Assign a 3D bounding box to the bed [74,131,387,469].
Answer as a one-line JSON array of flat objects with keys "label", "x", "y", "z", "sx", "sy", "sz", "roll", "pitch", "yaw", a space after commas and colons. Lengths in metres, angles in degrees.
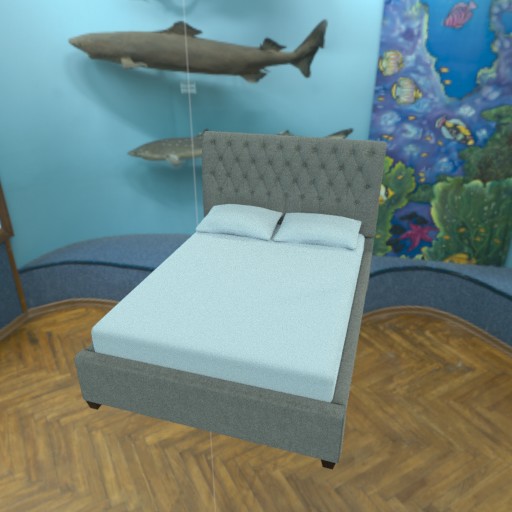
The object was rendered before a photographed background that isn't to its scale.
[{"label": "bed", "x": 0.000, "y": 0.000, "z": 3.311, "sx": 1.645, "sy": 1.371, "sz": 2.252, "roll": 8, "pitch": 27, "yaw": 15}]
